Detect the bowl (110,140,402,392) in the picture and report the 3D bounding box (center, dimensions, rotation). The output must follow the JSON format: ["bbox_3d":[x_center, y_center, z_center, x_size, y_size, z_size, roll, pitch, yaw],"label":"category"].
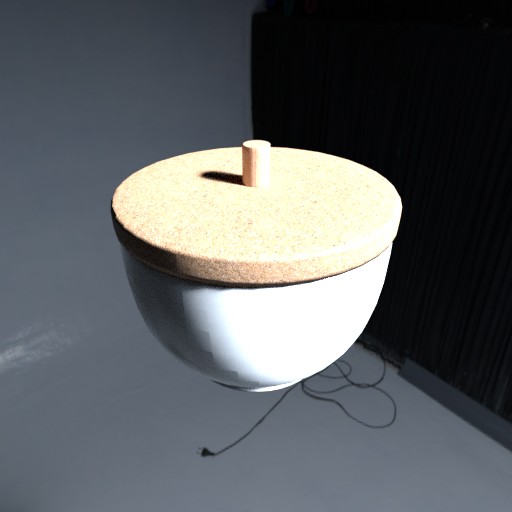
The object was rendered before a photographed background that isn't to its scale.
[{"bbox_3d":[0.000,0.000,0.216,0.126,0.110,0.126,0,30,0],"label":"bowl"}]
